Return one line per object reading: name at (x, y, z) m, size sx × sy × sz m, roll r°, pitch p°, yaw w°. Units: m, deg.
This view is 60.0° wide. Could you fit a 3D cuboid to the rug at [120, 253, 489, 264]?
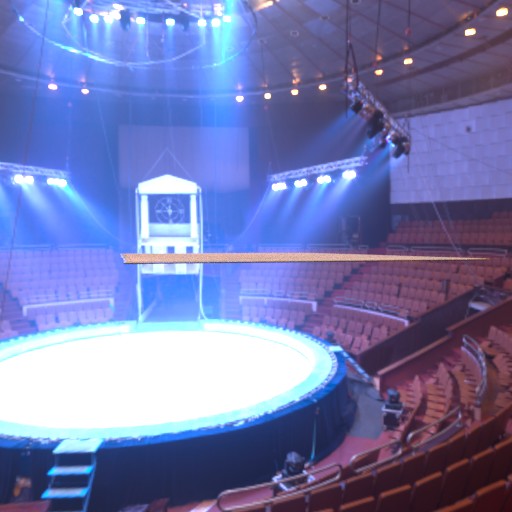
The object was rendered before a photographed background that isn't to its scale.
rug at (0.000, 0.000, 4.052) m, size 2.363 × 0.012 × 2.980 m, roll 0°, pitch 1°, yaw -17°
